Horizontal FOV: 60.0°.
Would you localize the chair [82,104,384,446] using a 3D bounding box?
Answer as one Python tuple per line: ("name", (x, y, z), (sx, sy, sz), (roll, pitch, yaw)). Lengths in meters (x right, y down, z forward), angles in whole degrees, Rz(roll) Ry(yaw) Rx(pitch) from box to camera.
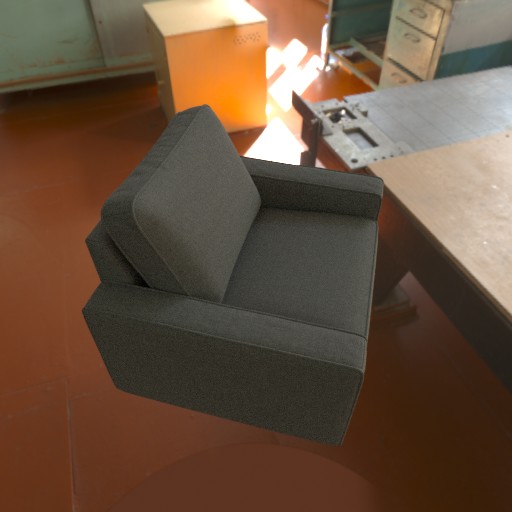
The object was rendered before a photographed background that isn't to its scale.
("chair", (0.000, 0.000, 1.768), (0.940, 0.919, 1.017), (11, 46, 10))
